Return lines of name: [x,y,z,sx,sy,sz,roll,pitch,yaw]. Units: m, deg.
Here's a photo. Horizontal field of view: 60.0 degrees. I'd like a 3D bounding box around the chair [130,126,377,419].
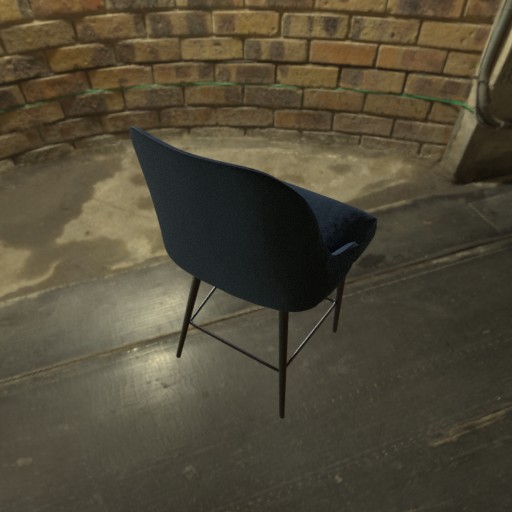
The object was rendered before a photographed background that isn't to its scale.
chair: [0.000,0.000,1.236,0.526,0.927,0.489,24,50,22]
